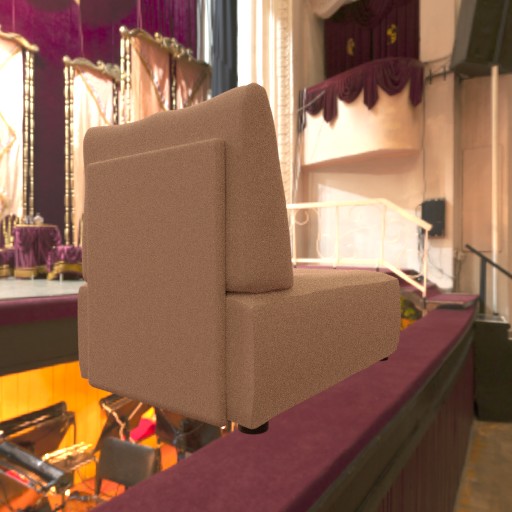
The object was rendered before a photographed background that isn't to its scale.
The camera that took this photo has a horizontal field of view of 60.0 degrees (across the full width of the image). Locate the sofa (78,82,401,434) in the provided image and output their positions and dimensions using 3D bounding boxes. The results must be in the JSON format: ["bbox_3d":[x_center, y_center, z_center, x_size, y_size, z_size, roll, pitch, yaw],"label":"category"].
[{"bbox_3d":[0.000,0.000,1.573,0.700,0.820,1.000,0,1,37],"label":"sofa"}]
